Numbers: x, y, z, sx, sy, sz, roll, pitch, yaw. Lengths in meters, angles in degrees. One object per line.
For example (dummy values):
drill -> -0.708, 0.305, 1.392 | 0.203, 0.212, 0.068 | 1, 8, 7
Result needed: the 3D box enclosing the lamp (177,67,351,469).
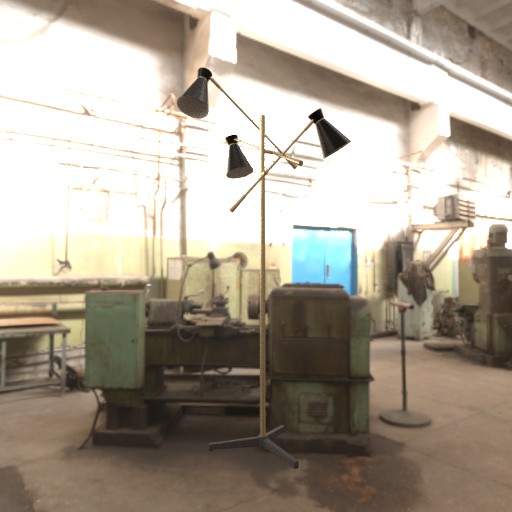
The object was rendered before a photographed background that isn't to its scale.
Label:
lamp -> 0.000, 0.000, 2.164 | 0.750, 1.804, 0.653 | 1, -2, -34
